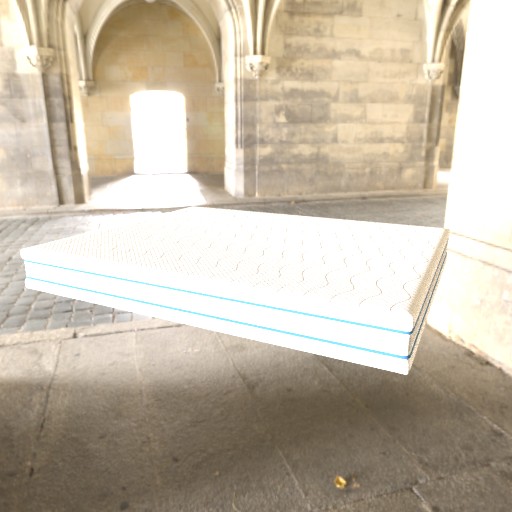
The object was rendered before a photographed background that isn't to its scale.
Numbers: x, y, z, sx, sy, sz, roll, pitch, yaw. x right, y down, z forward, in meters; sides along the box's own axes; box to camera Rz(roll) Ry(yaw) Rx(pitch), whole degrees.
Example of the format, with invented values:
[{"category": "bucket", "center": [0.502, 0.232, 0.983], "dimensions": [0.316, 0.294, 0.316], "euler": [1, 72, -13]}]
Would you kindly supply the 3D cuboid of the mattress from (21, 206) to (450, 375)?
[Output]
[{"category": "mattress", "center": [0.000, 0.000, 2.630], "dimensions": [2.000, 0.230, 1.600], "euler": [8, 17, 26]}]
